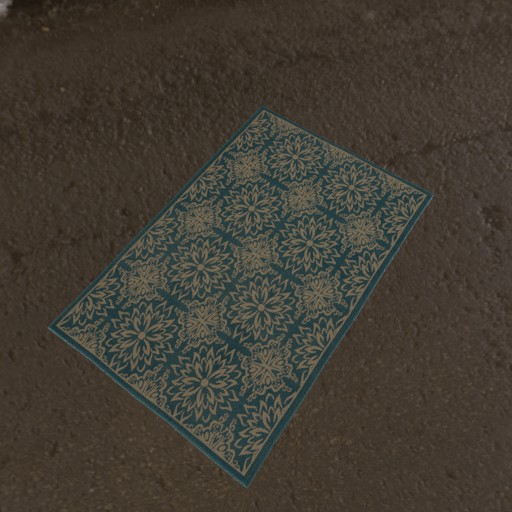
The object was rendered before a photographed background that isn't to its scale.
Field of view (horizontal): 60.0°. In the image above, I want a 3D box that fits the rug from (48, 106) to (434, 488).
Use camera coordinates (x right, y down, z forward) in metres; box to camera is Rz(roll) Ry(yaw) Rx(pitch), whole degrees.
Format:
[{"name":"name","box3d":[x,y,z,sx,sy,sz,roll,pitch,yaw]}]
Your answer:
[{"name":"rug","box3d":[0.000,0.000,2.362,1.211,0.012,1.833,32,67,16]}]
